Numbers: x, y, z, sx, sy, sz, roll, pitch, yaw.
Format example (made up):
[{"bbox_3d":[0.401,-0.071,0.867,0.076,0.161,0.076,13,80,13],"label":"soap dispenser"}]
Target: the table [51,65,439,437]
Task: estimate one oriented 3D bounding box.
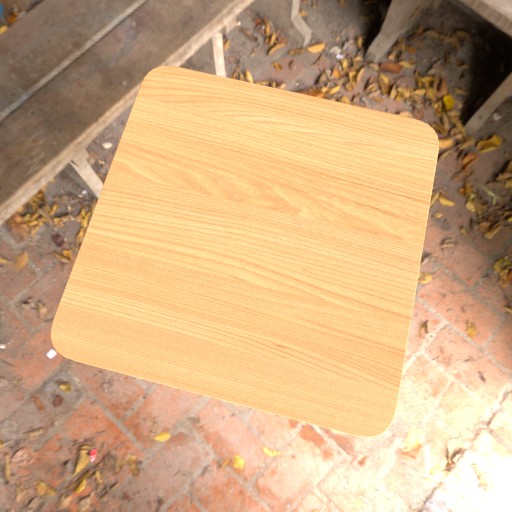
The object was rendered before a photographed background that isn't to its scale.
[{"bbox_3d":[0.000,0.000,1.228,0.750,0.450,0.750,14,75,4],"label":"table"}]
